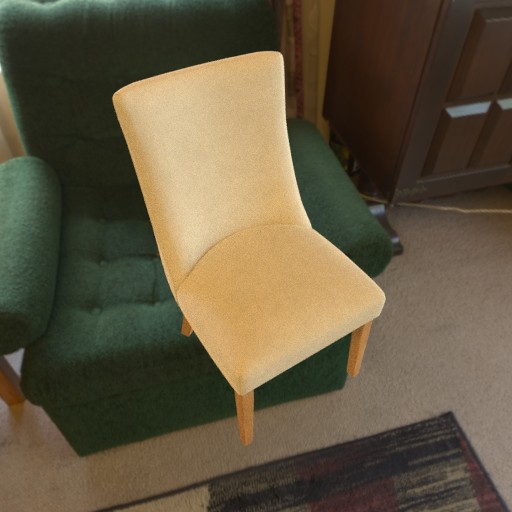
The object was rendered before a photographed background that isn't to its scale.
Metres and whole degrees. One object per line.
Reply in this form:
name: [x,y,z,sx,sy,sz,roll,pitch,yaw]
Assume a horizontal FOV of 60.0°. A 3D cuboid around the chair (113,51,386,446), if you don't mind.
chair: [0.000,0.000,1.275,0.495,0.902,0.610,-24,50,-22]
